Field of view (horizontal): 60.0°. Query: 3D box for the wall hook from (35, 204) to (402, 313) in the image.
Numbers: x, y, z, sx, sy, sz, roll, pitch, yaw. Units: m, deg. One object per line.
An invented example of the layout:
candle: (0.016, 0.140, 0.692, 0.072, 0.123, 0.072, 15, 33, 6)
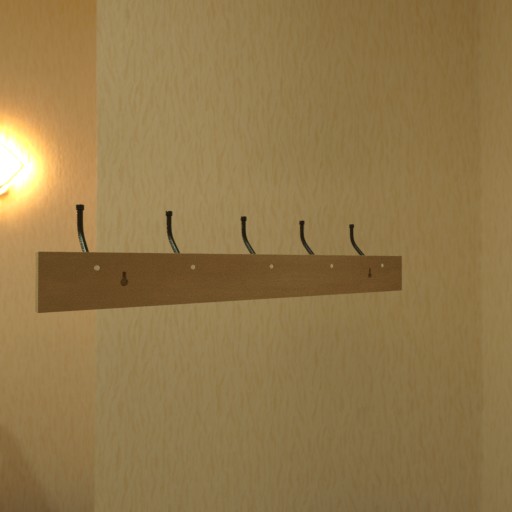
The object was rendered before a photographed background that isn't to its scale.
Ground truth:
wall hook: (0.000, 0.000, 0.625, 0.571, 0.117, 0.071, 1, -1, -36)
